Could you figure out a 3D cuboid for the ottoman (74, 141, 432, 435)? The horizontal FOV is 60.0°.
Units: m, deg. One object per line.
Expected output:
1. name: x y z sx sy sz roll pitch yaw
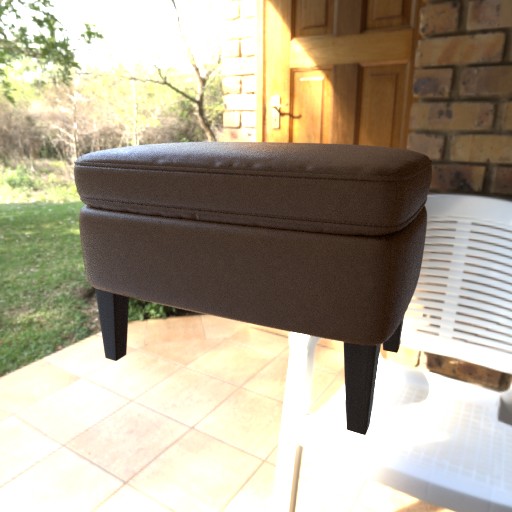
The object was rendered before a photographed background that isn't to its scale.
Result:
1. ottoman: 0.000 0.000 0.971 0.670 0.480 0.420 8 18 25
